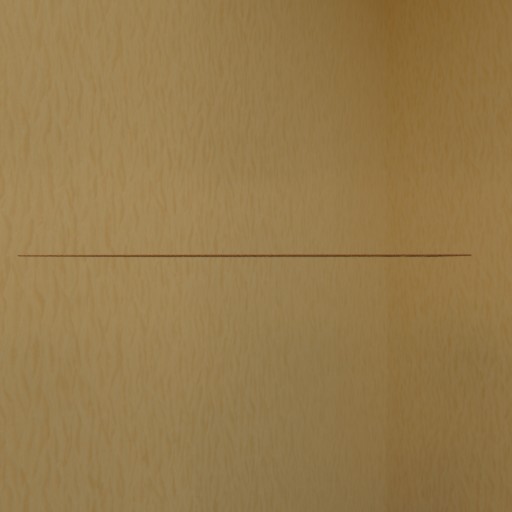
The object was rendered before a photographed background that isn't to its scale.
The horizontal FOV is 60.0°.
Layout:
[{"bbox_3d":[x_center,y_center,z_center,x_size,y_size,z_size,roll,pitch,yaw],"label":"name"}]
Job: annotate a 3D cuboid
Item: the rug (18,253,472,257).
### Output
[{"bbox_3d":[0.000,0.000,2.269,1.829,0.008,1.219,0,0,17],"label":"rug"}]
